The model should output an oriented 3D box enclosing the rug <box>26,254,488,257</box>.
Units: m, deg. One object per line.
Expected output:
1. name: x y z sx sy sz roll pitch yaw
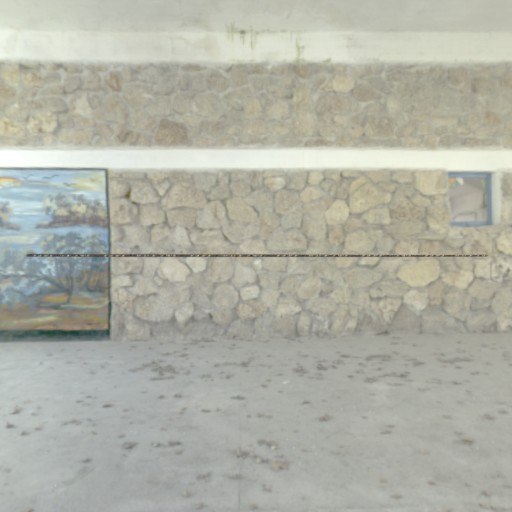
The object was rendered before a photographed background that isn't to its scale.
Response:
1. rug: 0.000 0.000 3.904 2.902 0.017 2.305 0 0 -1
